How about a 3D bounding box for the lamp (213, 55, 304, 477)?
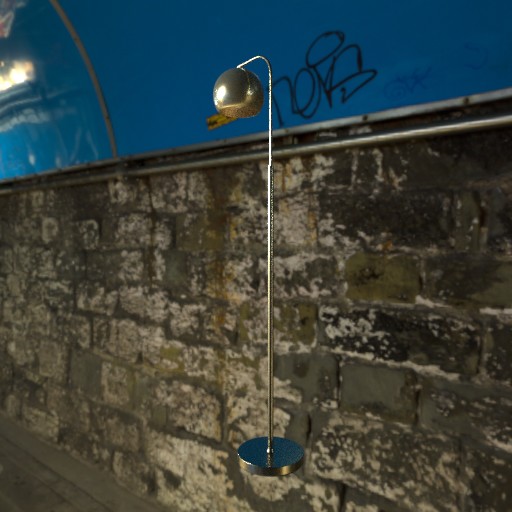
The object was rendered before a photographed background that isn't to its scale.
[{"bbox_3d":[0.000,0.000,1.712,0.250,1.526,0.431,-1,2,-37],"label":"lamp"}]
